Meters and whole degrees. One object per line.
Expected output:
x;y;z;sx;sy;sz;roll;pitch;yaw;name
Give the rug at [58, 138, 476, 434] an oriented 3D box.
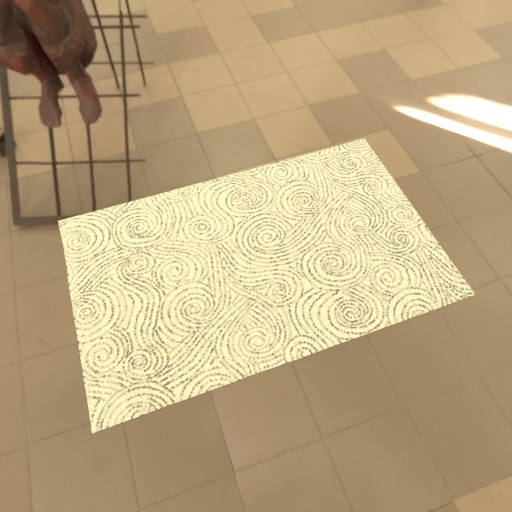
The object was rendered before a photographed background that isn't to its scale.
0.000;0.000;2.987;2.439;0.005;1.524;-17;59;-11;rug
